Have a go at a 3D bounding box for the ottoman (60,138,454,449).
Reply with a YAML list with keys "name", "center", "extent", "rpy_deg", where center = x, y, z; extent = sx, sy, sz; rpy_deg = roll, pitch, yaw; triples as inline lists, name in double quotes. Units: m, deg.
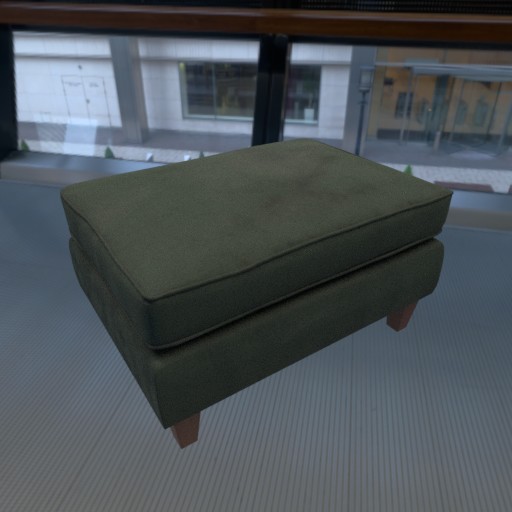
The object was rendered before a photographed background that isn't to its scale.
- name: "ottoman"
  center: [0.000, 0.000, 1.246]
  extent: [0.864, 0.495, 0.632]
  rpy_deg: [-19, 36, -29]
